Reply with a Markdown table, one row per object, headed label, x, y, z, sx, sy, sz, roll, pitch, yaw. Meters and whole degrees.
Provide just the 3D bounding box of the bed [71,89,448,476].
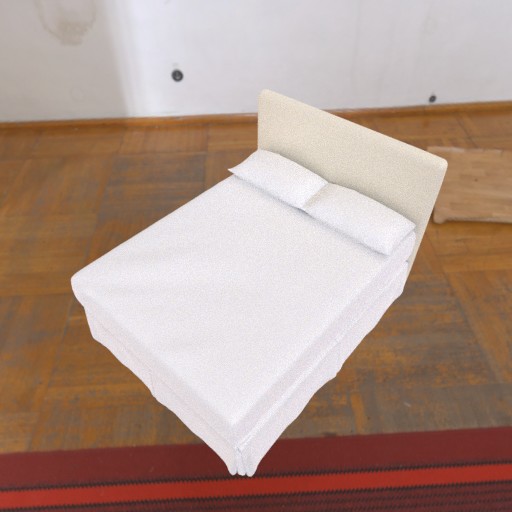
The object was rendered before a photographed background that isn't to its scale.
| label | x | y | z | sx | sy | sz | roll | pitch | yaw |
| --- | --- | --- | --- | --- | --- | --- | --- | --- | --- |
| bed | 0.000 | 0.000 | 3.245 | 1.714 | 1.330 | 2.147 | 32 | 54 | 28 |
